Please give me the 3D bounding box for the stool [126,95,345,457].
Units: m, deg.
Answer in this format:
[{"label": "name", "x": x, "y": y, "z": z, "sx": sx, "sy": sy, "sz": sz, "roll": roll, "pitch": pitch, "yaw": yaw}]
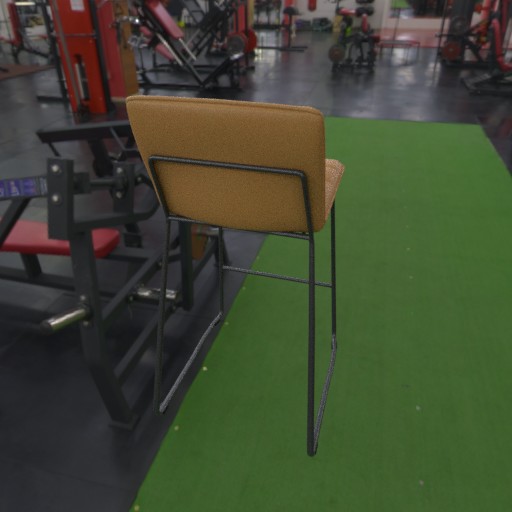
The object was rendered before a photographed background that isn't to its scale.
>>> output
[{"label": "stool", "x": 0.000, "y": 0.000, "z": 1.236, "sx": 0.489, "sy": 0.936, "sz": 0.524, "roll": 9, "pitch": 32, "yaw": 14}]
